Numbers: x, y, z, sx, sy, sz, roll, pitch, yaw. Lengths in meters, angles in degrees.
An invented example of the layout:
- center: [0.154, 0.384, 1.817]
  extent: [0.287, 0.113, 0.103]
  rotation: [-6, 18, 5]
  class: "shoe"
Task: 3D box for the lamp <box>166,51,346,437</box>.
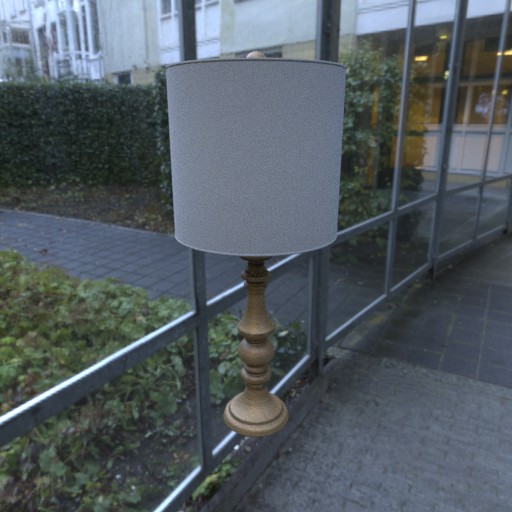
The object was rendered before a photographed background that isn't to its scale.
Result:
- center: [0.000, 0.000, 0.706]
  extent: [0.250, 0.597, 0.250]
  rotation: [16, 23, 41]
  class: "lamp"
